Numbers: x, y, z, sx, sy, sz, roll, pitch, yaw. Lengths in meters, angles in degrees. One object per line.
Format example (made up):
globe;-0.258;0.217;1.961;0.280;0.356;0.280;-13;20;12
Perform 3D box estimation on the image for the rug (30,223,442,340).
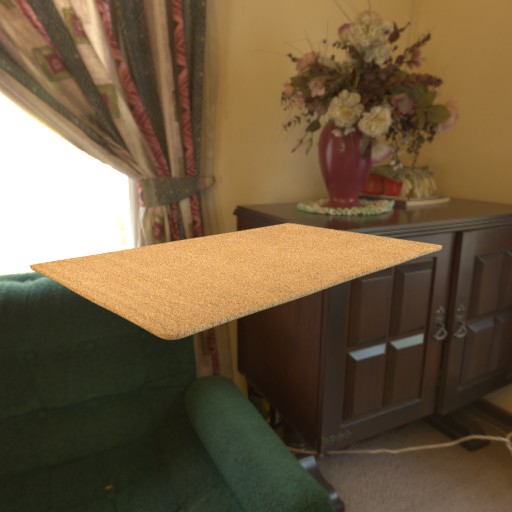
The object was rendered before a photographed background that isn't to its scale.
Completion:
rug;0.000;0.000;2.931;2.349;0.025;1.500;-12;18;-43
